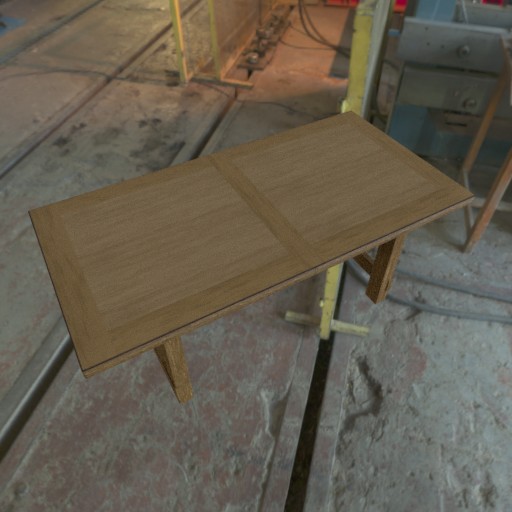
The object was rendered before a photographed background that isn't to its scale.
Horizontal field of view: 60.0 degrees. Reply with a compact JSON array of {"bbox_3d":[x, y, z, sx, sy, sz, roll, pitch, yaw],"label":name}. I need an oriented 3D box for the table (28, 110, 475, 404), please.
[{"bbox_3d":[0.000,0.000,2.467,1.982,0.762,1.000,-23,50,-20],"label":"table"}]
